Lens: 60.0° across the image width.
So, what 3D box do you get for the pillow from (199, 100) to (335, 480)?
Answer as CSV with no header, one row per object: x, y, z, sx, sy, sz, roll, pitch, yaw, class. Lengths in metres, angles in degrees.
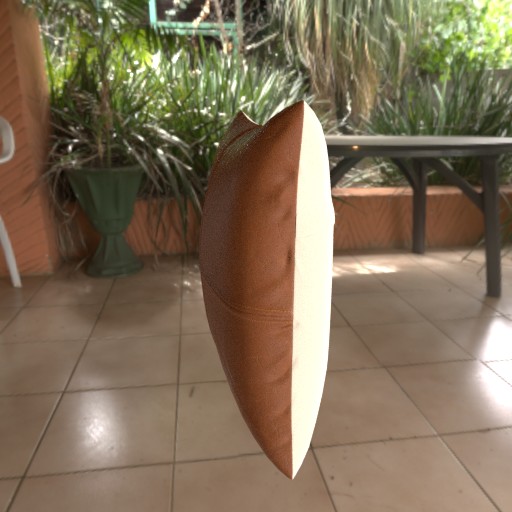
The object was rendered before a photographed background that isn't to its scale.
0.000,0.000,0.746,0.192,0.477,0.501,-3,17,-9,pillow
